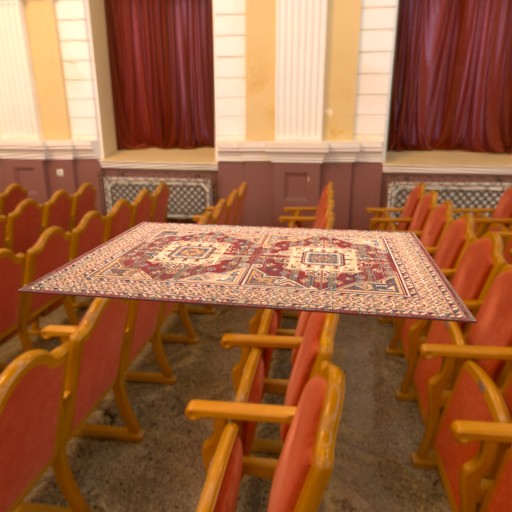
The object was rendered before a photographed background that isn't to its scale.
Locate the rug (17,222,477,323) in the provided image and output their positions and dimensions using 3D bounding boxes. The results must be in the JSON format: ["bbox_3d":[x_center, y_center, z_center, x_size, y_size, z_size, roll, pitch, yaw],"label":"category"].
[{"bbox_3d":[0.000,0.000,2.849,2.210,0.011,1.599,3,17,9],"label":"rug"}]
